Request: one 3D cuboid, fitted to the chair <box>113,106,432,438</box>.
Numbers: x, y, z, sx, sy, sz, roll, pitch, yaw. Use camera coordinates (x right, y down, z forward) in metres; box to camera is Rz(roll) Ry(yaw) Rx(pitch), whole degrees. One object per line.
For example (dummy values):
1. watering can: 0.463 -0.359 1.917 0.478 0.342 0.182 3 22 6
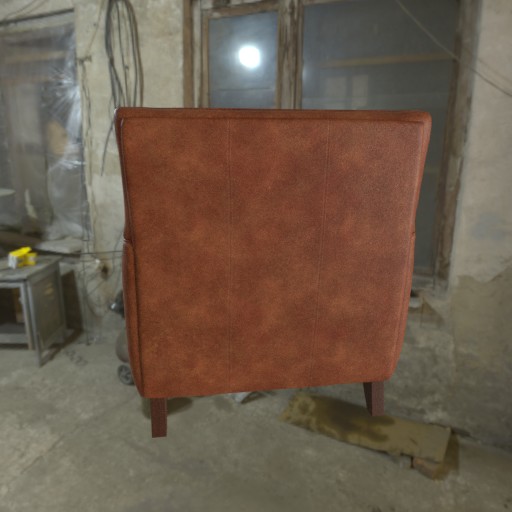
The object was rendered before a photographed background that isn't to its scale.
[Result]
1. chair: 0.000 0.000 1.579 0.870 0.943 0.823 -2 14 -9
